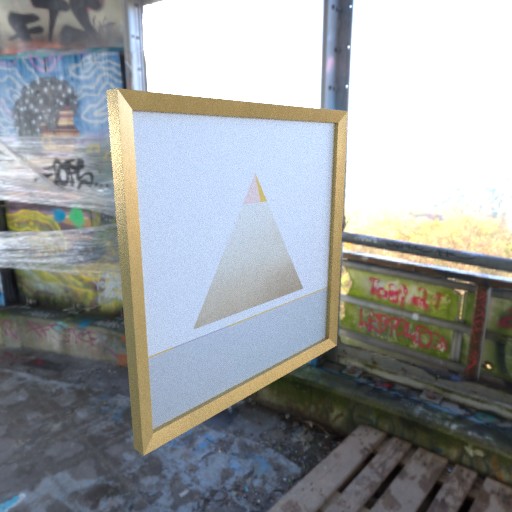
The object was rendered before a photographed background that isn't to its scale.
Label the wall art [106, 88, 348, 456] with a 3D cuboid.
[{"bbox_3d":[0.000,0.000,2.957,0.097,1.936,1.935,13,19,42],"label":"wall art"}]
